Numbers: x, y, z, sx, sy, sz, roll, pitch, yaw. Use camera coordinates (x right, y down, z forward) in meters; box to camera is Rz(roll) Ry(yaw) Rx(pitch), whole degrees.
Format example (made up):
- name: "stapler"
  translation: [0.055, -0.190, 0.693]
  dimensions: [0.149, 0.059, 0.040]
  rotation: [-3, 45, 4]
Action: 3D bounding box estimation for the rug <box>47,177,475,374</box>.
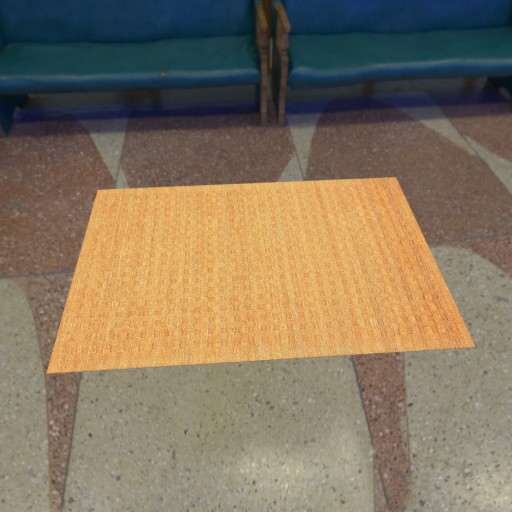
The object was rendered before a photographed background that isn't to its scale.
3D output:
- name: "rug"
  translation: [0.000, 0.000, 2.876]
  dimensions: [2.285, 0.006, 1.524]
  rotation: [-3, 47, -3]
